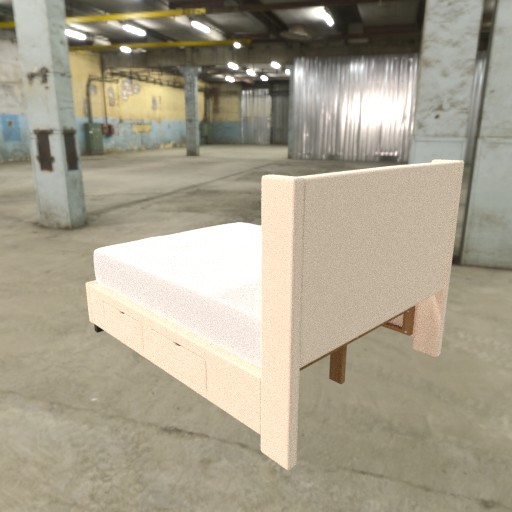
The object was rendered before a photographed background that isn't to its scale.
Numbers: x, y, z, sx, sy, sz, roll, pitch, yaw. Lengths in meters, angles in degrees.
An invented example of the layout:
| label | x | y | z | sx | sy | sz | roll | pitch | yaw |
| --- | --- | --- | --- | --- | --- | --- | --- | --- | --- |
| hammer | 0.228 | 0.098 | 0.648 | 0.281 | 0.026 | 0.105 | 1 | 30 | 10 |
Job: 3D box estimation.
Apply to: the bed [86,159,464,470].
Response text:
| label | x | y | z | sx | sy | sz | roll | pitch | yaw |
| --- | --- | --- | --- | --- | --- | --- | --- | --- | --- |
| bed | 0.000 | 0.000 | 3.418 | 1.765 | 1.471 | 2.280 | -15 | 21 | -42 |
